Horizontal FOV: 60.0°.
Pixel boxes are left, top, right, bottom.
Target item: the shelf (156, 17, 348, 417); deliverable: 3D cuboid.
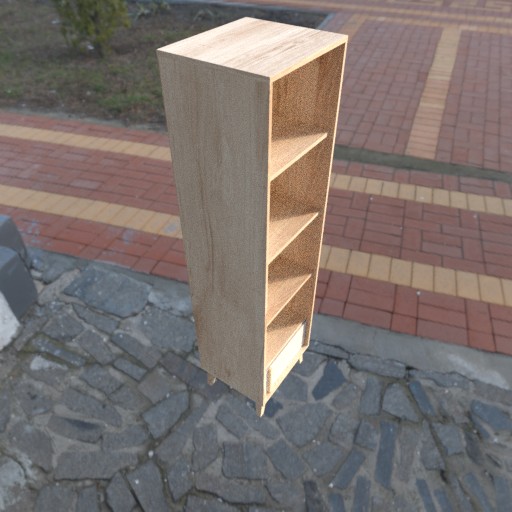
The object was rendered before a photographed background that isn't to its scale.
[{"bbox_3d":[0.000,0.000,2.172,0.450,1.960,0.510,25,47,25],"label":"shelf"}]
